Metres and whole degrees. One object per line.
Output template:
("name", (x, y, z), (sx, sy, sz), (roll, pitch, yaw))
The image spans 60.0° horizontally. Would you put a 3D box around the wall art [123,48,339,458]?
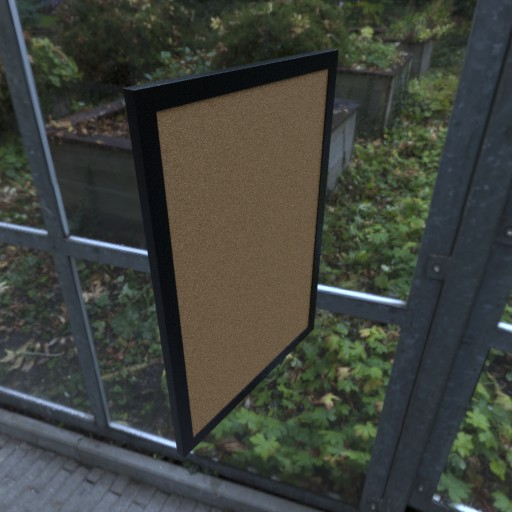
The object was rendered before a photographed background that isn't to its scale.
("wall art", (0.000, 0.000, 0.818), (0.019, 0.656, 0.462), (22, 38, 32))
